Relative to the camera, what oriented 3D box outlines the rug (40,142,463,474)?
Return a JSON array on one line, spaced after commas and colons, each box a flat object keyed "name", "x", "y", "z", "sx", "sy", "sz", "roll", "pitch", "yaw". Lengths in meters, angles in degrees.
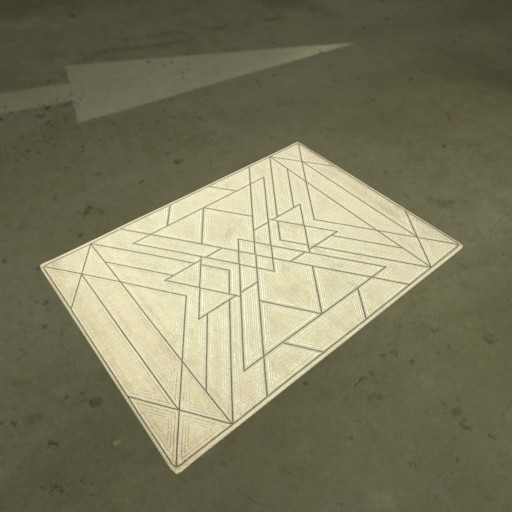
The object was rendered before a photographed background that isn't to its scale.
[{"name": "rug", "x": 0.000, "y": 0.000, "z": 4.327, "sx": 3.381, "sy": 0.026, "sz": 2.436, "roll": -31, "pitch": 54, "yaw": -26}]
